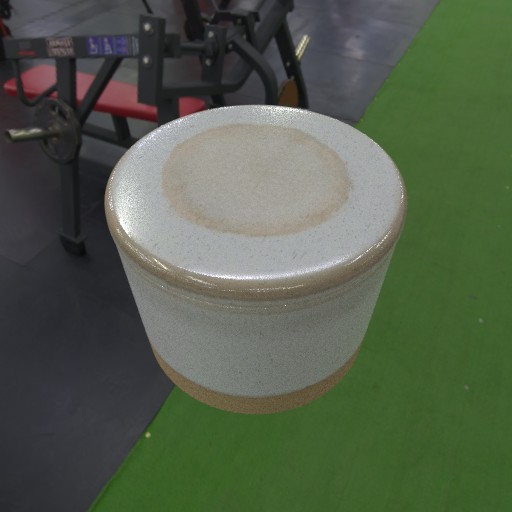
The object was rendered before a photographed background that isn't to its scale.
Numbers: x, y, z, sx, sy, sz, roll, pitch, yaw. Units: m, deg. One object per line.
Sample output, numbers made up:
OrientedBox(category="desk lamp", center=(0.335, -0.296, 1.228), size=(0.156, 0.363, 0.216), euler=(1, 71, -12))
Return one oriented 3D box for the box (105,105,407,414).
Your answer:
OrientedBox(category="box", center=(0.000, 0.000, 0.271), size=(0.154, 0.123, 0.154), euler=(0, 46, 0))
